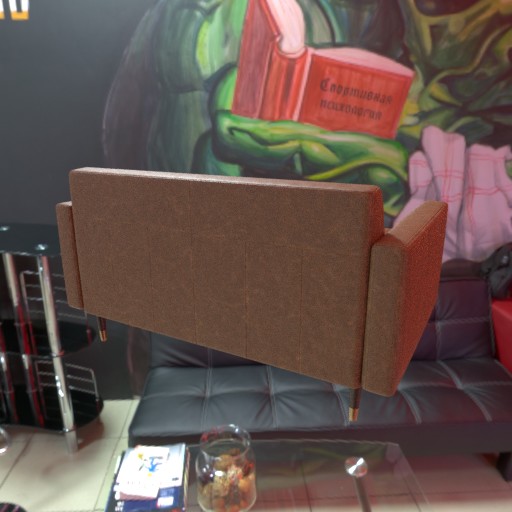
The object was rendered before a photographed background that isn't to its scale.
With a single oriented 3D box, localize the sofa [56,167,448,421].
[{"bbox_3d":[0.000,0.000,2.068,1.549,0.820,0.960,9,19,28],"label":"sofa"}]
